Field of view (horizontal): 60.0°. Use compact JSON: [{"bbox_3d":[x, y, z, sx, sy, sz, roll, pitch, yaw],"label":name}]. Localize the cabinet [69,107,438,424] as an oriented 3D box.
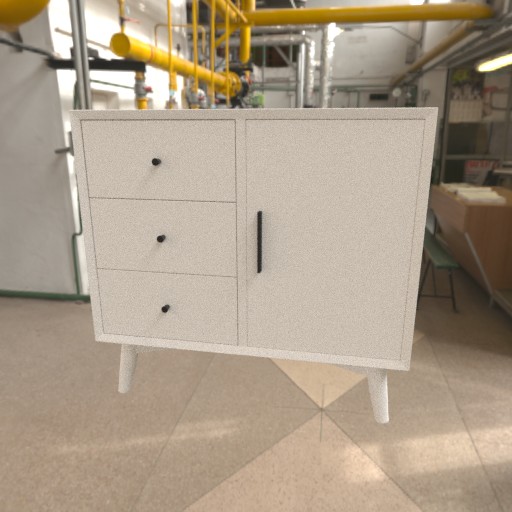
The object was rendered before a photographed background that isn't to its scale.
[{"bbox_3d":[0.000,0.000,1.227,0.800,0.761,0.398,3,17,10],"label":"cabinet"}]
